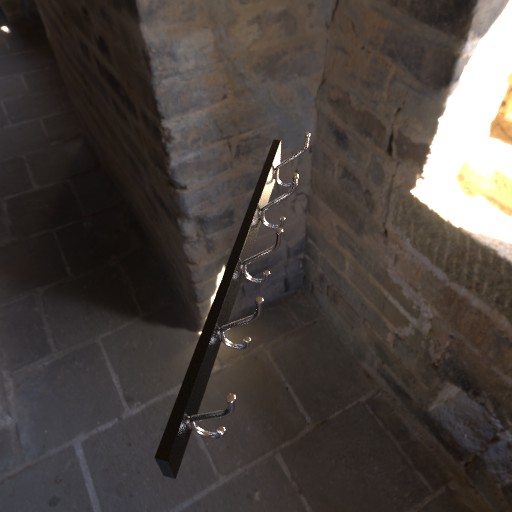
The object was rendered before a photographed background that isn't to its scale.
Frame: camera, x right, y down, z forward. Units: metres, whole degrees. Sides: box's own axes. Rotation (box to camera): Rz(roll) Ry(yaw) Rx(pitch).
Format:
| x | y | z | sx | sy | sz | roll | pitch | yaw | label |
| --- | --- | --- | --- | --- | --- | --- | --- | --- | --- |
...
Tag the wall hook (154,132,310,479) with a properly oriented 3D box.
| x | y | z | sx | sy | sz | roll | pitch | yaw | label |
| --- | --- | --- | --- | --- | --- | --- | --- | --- | --- |
| 0.000 | 0.000 | 0.619 | 0.071 | 0.117 | 0.571 | 10 | 49 | 9 | wall hook |
